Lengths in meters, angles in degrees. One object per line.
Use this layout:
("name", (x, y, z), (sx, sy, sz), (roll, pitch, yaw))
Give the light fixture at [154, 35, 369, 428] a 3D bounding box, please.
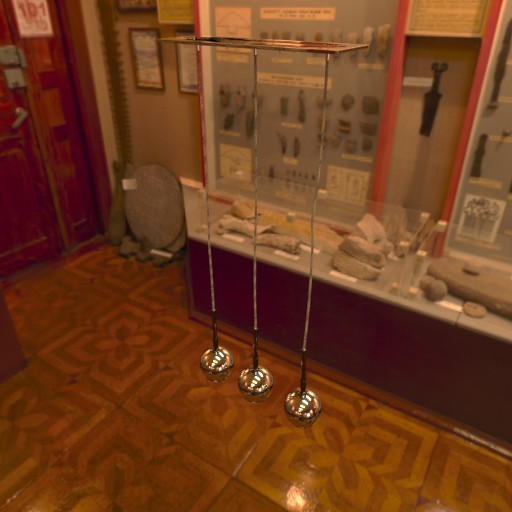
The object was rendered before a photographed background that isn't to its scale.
("light fixture", (0.000, 0.000, 1.613), (0.623, 1.408, 0.188), (19, 35, 29))
